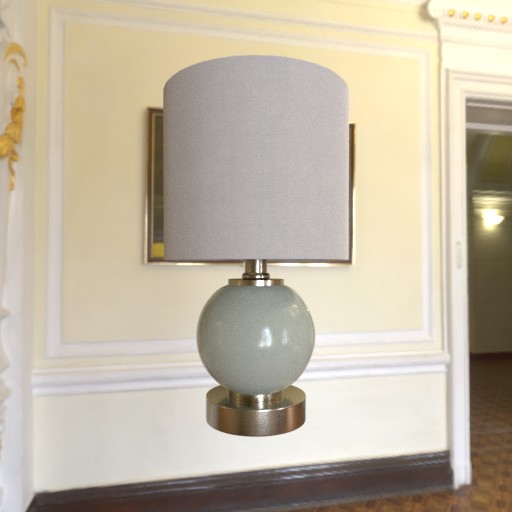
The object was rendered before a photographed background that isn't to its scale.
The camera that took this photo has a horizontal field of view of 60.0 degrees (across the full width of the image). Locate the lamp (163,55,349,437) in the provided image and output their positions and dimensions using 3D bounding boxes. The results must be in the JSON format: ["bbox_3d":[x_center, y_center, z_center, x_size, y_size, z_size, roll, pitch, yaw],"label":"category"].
[{"bbox_3d":[0.000,0.000,0.487,0.201,0.353,0.201,0,-1,1],"label":"lamp"}]
